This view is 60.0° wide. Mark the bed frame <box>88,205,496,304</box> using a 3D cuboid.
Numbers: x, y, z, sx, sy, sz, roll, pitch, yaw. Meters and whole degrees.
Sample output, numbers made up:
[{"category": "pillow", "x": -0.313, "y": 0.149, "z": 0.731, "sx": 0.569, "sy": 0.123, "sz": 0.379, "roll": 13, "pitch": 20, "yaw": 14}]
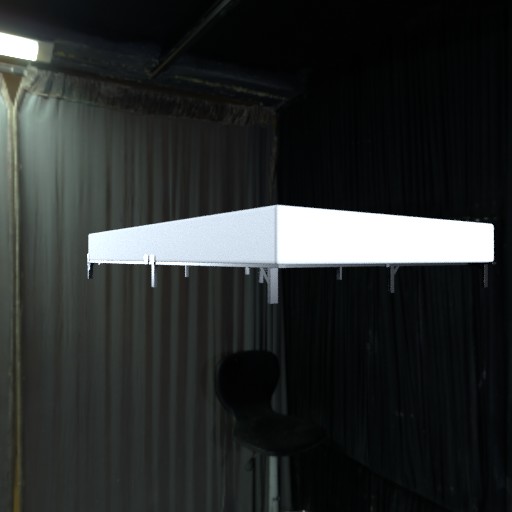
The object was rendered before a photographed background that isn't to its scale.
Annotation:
[{"category": "bed frame", "x": 0.000, "y": 0.000, "z": 3.700, "sx": 1.930, "sy": 0.440, "sz": 2.987, "roll": 0, "pitch": 0, "yaw": -36}]
